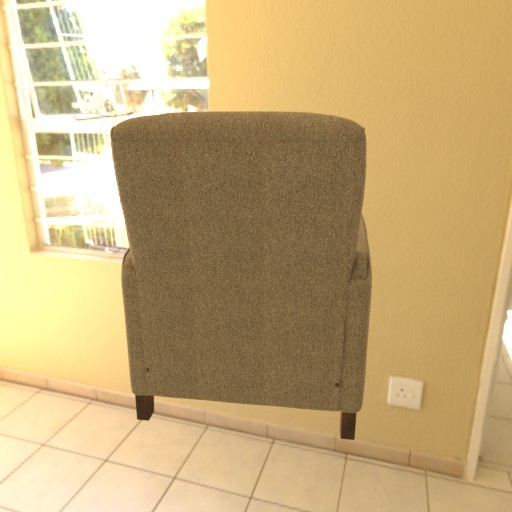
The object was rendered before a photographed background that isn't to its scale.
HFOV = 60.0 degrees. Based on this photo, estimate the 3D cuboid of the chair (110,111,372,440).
[{"bbox_3d":[0.000,0.000,1.675,0.841,1.028,0.858,2,17,7],"label":"chair"}]
